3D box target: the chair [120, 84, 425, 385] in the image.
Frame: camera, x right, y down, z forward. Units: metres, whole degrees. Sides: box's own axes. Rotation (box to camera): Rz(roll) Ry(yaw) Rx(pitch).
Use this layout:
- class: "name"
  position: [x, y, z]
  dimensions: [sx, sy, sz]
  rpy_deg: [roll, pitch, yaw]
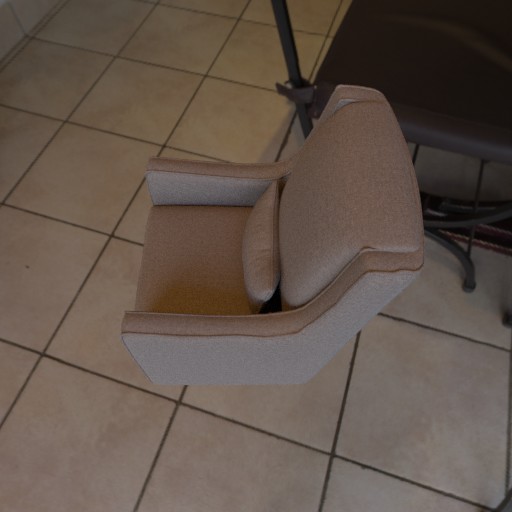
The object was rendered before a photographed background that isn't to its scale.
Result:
- class: "chair"
  position: [0.000, 0.000, 1.617]
  dimensions: [0.879, 0.993, 0.732]
  rpy_deg: [0, 59, 0]
